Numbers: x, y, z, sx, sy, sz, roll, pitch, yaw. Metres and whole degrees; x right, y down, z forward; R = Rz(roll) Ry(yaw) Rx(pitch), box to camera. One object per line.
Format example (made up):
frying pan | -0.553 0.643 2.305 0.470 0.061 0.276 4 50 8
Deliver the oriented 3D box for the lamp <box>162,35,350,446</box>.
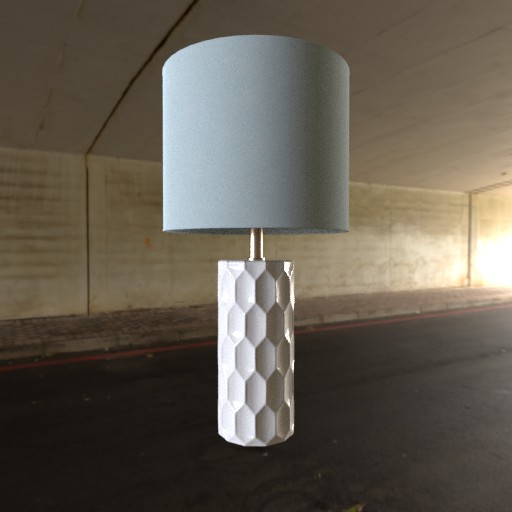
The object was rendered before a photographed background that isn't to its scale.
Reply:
lamp | 0.000 0.000 0.673 0.277 0.534 0.277 0 1 1
